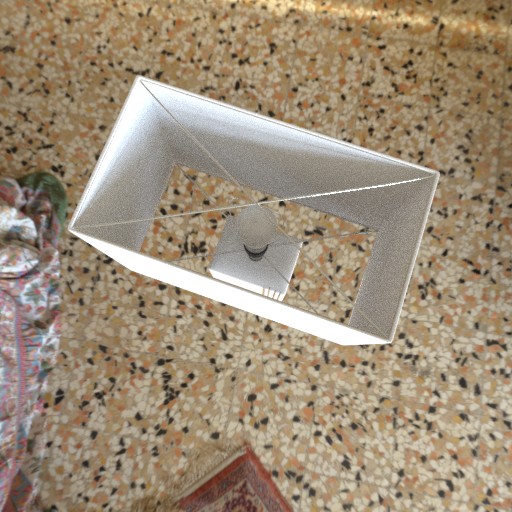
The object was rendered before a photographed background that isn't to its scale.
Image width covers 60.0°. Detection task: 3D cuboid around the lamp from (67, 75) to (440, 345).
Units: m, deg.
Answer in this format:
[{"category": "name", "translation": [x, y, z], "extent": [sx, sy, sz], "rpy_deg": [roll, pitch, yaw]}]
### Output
[{"category": "lamp", "translation": [0.000, 0.000, 0.708], "extent": [0.334, 0.543, 0.182], "rpy_deg": [19, 79, 4]}]
